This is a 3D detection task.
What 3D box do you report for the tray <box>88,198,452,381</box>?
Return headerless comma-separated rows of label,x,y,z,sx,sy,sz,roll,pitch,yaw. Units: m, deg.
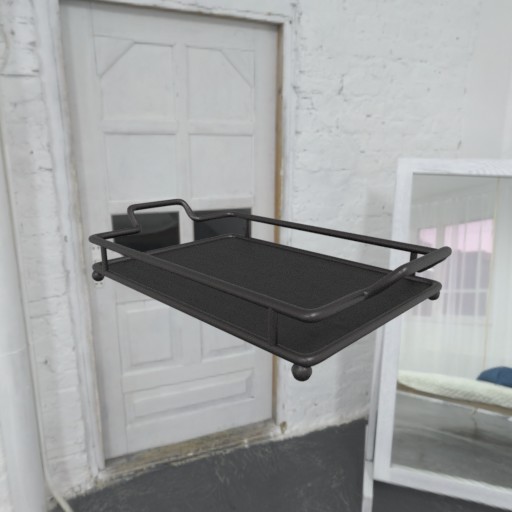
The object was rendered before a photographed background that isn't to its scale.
tray,0.000,0.000,0.621,0.495,0.101,0.297,15,22,42
